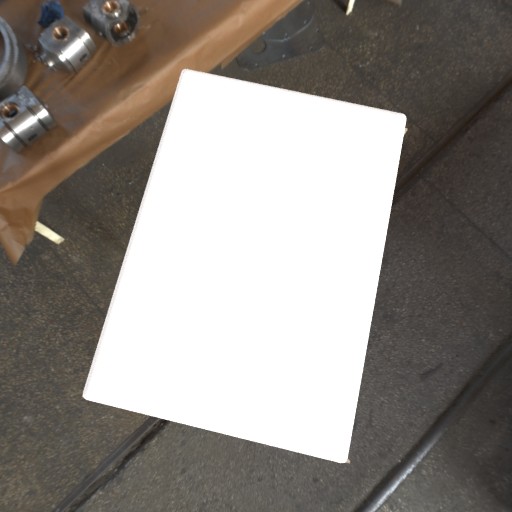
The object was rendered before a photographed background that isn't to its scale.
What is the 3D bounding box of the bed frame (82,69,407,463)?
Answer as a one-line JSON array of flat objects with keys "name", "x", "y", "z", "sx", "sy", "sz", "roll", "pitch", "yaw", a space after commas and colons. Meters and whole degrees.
[{"name": "bed frame", "x": 0.000, "y": 0.000, "z": 2.597, "sx": 1.445, "sy": 0.497, "sz": 1.945, "roll": 13, "pitch": 77, "yaw": 3}]
